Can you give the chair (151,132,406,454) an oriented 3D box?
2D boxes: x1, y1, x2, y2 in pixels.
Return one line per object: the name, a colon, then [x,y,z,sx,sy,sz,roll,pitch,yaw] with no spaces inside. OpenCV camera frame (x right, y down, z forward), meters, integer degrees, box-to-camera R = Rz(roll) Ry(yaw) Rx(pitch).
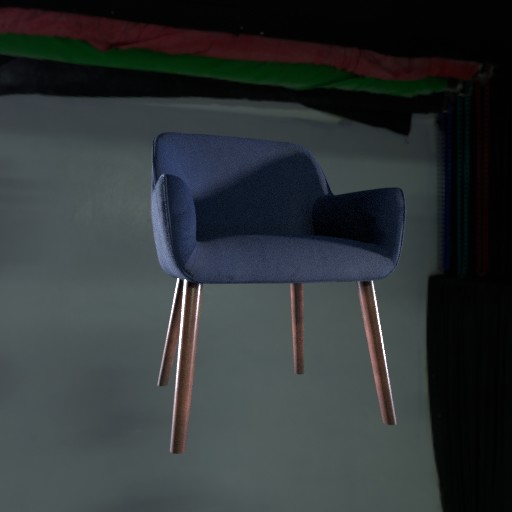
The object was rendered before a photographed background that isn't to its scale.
chair: [0.000,0.000,1.266,0.600,0.820,0.600,0,-1,-18]
